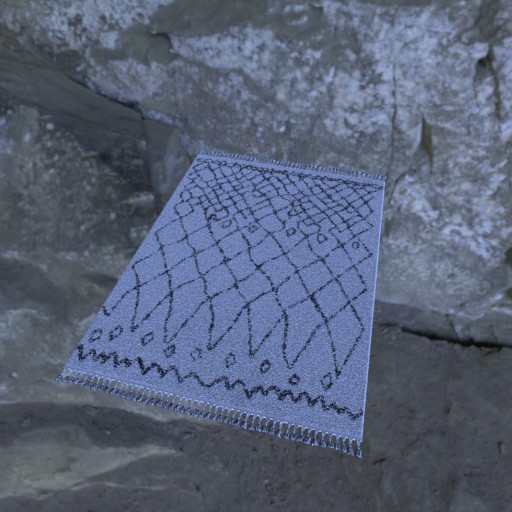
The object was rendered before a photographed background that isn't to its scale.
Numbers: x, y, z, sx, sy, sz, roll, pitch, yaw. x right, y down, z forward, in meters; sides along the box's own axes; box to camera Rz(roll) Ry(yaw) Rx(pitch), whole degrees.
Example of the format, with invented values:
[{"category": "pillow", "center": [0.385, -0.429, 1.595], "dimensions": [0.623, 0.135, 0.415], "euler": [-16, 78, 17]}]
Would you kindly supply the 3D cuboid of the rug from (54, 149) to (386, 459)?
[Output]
[{"category": "rug", "center": [0.000, 0.000, 2.986], "dimensions": [1.613, 0.017, 2.312], "euler": [10, 46, 10]}]
